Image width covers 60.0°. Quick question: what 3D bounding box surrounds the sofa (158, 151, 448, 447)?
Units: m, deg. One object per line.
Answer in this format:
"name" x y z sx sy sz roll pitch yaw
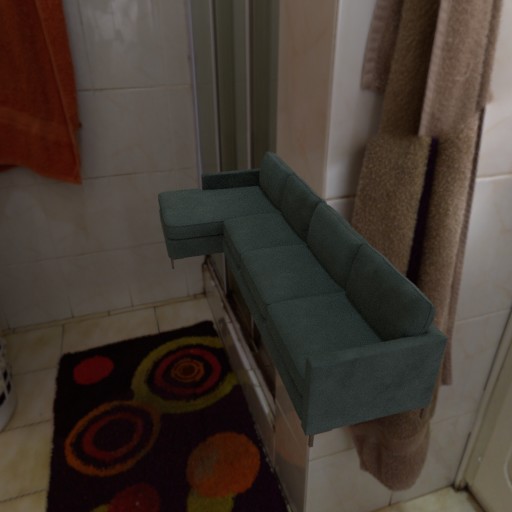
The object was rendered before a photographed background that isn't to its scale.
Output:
"sofa" 0.000 0.000 4.069 1.500 0.967 3.400 -8 31 -14
